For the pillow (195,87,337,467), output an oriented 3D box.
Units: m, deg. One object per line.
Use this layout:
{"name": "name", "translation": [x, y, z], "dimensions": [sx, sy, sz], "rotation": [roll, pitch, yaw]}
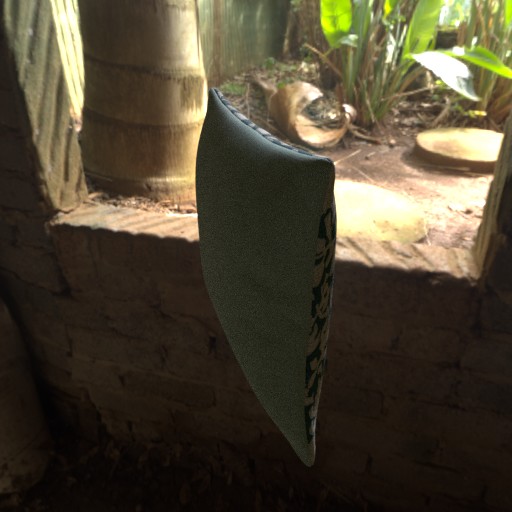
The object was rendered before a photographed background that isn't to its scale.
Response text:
{"name": "pillow", "translation": [0.000, 0.000, 0.806], "dimensions": [0.166, 0.508, 0.525], "rotation": [-9, 31, -16]}
